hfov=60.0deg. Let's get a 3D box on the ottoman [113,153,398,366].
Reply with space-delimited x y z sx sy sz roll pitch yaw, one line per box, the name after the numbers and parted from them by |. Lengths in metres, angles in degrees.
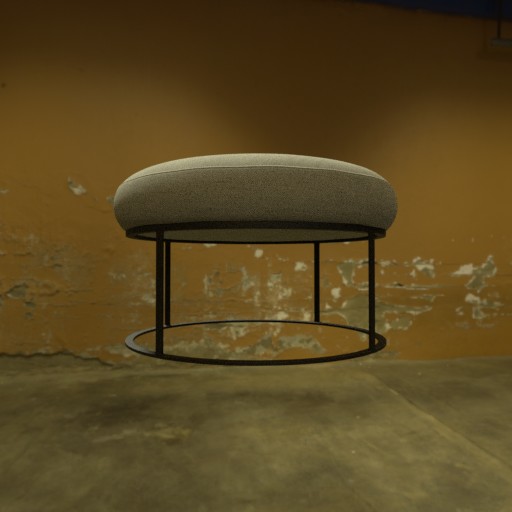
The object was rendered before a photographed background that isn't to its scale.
0.000 0.000 1.254 0.769 0.459 0.769 0 -1 0 | ottoman
